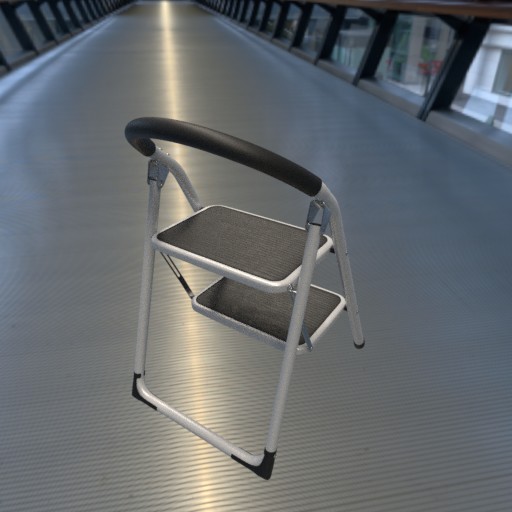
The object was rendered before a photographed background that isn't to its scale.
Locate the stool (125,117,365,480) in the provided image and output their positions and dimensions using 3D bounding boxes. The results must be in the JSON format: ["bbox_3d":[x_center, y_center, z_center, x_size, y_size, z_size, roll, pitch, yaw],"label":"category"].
[{"bbox_3d":[0.000,0.000,1.101,0.453,0.760,0.559,19,35,29],"label":"stool"}]
